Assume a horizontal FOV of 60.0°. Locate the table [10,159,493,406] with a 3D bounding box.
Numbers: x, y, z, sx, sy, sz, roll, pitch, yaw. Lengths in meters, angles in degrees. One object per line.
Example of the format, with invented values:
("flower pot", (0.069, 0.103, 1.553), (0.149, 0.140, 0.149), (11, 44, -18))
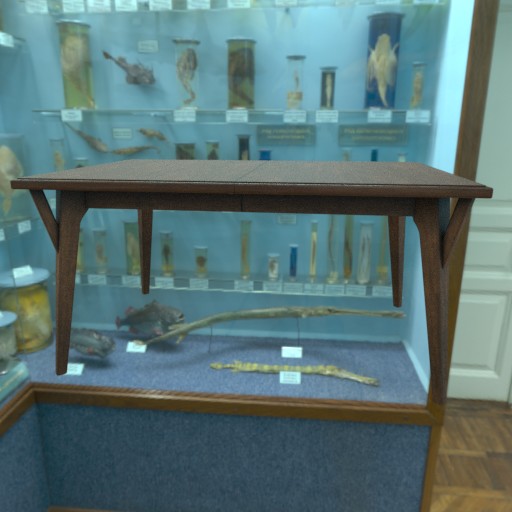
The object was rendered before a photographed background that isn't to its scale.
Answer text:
("table", (0.000, 0.000, 1.956), (1.524, 0.761, 0.990), (2, 16, 8))
